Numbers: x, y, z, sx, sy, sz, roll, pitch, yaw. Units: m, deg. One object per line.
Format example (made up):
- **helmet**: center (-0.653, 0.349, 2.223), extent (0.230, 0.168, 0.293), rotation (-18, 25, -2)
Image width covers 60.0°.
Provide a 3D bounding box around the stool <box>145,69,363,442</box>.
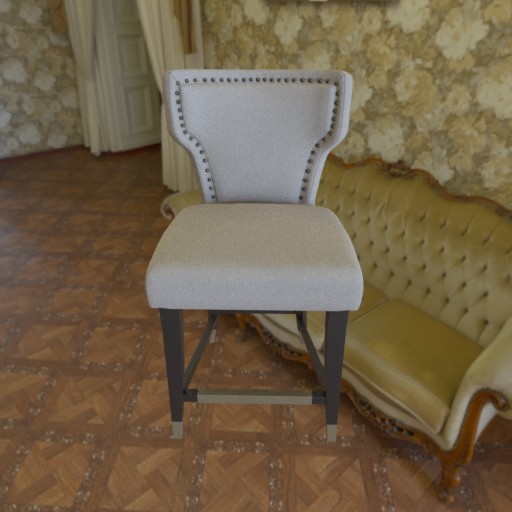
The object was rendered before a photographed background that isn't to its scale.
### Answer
- **stool**: center (0.000, 0.000, 1.306), extent (0.527, 0.982, 0.563), rotation (1, 29, 1)
